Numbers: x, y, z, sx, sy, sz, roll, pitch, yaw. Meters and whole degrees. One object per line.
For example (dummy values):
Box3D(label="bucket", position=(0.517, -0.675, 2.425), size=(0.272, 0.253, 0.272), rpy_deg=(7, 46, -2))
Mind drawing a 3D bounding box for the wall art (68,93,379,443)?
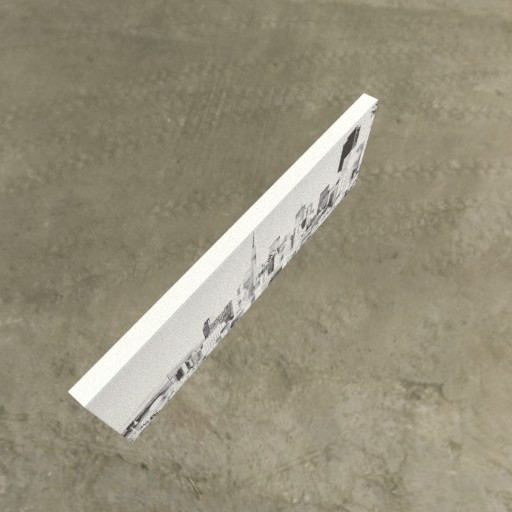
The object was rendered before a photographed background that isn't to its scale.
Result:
Box3D(label="wall art", position=(0.000, 0.000, 0.849), size=(0.036, 0.256, 0.766), rpy_deg=(33, 63, 19))
